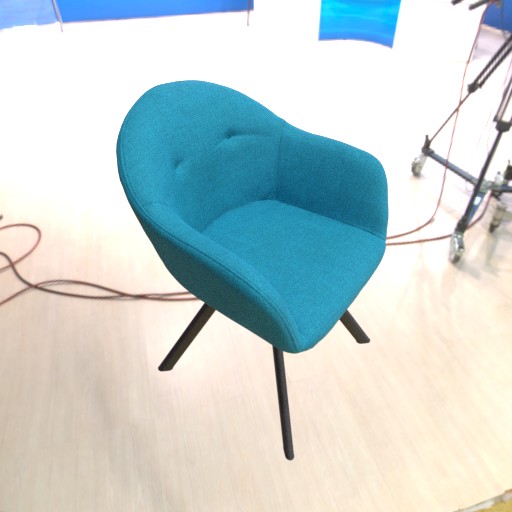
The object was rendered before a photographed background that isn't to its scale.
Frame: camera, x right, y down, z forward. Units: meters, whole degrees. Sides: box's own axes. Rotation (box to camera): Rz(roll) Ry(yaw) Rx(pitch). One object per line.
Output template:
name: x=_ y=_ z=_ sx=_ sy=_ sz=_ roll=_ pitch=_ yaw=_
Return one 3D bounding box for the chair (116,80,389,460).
chair: x=0.000 y=0.000 z=1.151 sx=0.565 sy=0.775 sz=0.545 roll=25 pitch=47 yaw=26
